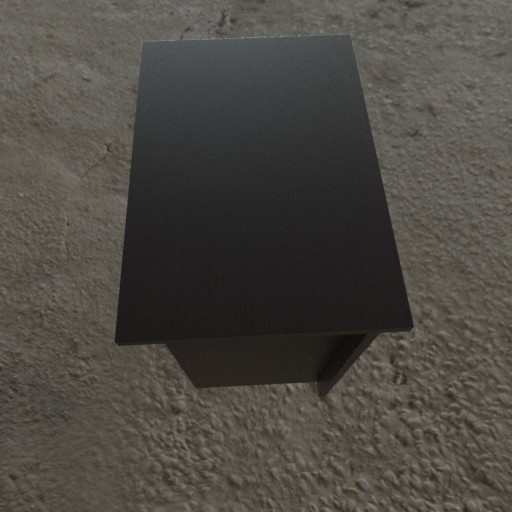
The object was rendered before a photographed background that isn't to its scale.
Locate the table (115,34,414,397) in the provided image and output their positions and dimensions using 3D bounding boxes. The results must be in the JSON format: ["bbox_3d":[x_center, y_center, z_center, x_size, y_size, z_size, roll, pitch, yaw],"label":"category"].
[{"bbox_3d":[0.000,0.000,1.044,0.408,0.711,0.589,-3,64,-1],"label":"table"}]
